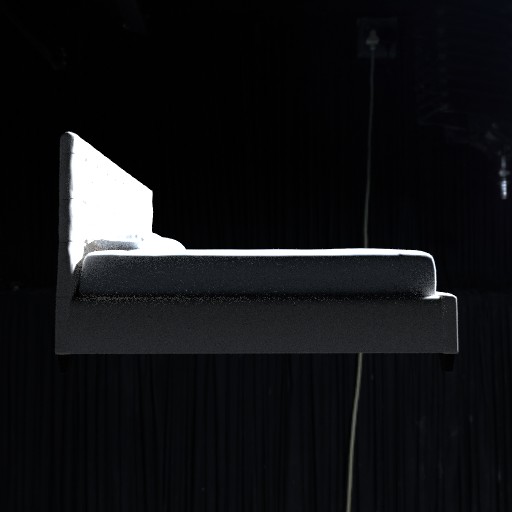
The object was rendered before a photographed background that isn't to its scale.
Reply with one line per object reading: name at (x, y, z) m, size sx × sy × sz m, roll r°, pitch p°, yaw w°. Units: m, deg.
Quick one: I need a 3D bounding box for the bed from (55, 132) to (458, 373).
bed at (0.000, 0.000, 3.637) m, size 2.387 × 1.427 × 2.078 m, roll 0°, pitch -1°, yaw -1°
